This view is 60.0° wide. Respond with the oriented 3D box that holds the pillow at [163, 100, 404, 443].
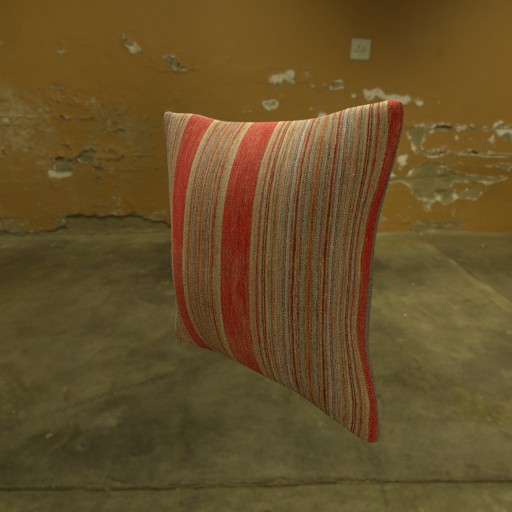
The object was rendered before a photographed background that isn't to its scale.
[{"bbox_3d":[0.000,0.000,0.655,0.437,0.419,0.136,15,22,43],"label":"pillow"}]
